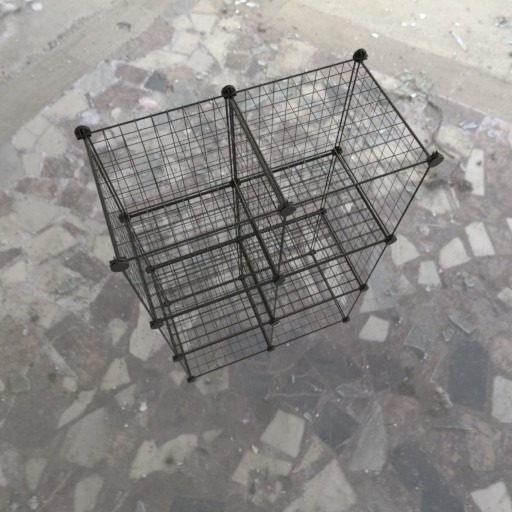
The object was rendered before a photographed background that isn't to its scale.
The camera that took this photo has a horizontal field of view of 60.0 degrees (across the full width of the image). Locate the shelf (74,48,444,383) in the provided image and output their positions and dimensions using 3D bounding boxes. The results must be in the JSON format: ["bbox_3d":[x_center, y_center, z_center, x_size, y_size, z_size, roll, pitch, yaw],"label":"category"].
[{"bbox_3d":[0.000,0.000,1.411,0.711,1.067,0.356,-19,65,-10],"label":"shelf"}]
